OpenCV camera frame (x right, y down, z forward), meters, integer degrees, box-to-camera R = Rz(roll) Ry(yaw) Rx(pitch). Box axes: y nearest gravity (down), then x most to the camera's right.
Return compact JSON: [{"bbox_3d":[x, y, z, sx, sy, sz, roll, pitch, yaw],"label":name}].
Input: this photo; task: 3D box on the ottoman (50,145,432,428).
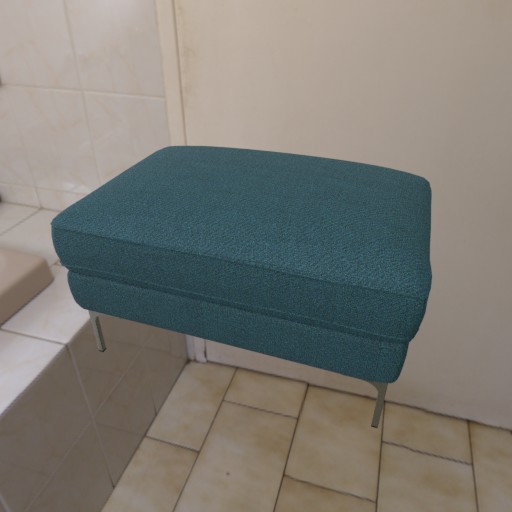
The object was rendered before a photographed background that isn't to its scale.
[{"bbox_3d":[0.000,0.000,1.213,0.856,0.498,0.563,11,34,16],"label":"ottoman"}]
